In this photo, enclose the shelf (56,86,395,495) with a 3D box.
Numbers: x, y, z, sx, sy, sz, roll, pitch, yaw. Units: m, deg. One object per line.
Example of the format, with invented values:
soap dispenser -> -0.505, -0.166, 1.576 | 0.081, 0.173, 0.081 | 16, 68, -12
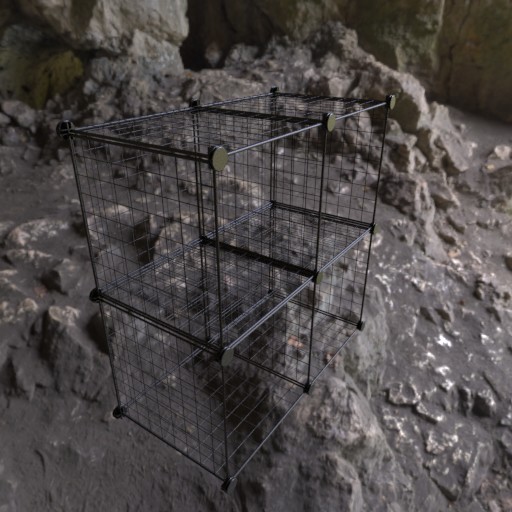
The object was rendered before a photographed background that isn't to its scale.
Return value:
shelf -> 0.000, 0.000, 1.096 | 0.356, 0.711, 0.711 | 17, 32, 31
